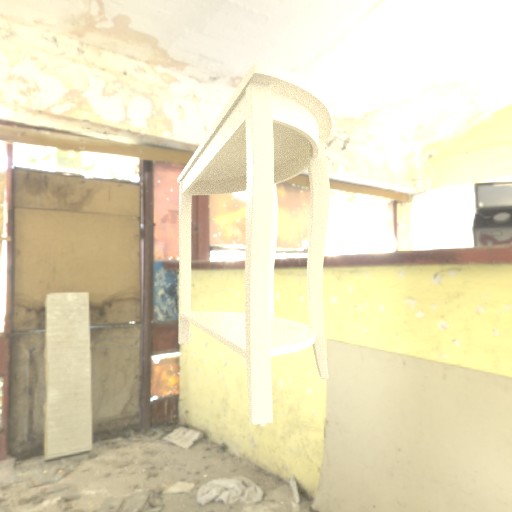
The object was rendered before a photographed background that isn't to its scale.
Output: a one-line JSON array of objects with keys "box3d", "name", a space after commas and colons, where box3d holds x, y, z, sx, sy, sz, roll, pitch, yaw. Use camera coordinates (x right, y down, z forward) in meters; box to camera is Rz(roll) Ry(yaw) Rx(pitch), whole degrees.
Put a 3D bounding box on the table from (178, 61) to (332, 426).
[{"box3d": [0.000, 0.000, 1.569, 0.394, 0.780, 1.219, 1, -2, -18], "name": "table"}]
